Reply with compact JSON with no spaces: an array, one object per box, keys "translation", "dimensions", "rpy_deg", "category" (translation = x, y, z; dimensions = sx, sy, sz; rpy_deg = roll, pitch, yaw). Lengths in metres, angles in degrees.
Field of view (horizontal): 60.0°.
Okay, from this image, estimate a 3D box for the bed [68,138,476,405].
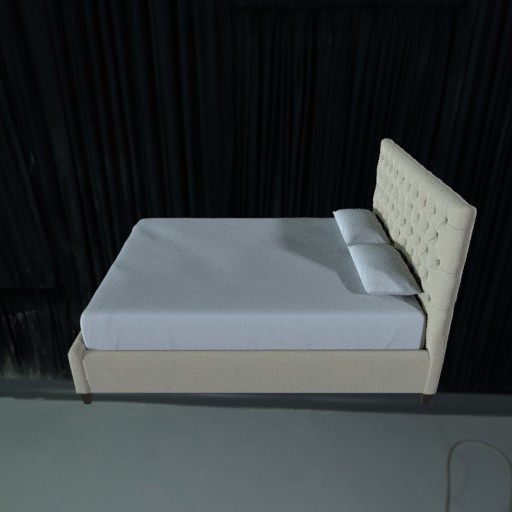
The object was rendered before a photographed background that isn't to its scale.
[{"translation":[0.000,0.000,3.399],"dimensions":[2.387,1.427,1.698],"rpy_deg":[0,27,0],"category":"bed"}]
